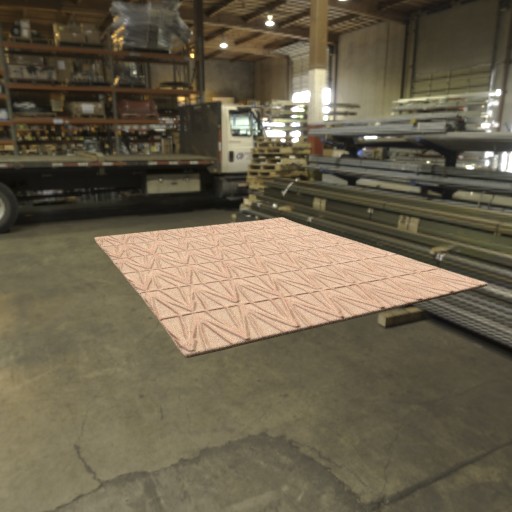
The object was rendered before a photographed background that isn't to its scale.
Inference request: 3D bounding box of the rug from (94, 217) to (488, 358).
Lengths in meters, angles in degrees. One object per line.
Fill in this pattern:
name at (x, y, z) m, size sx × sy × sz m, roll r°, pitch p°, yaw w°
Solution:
rug at (0.000, 0.000, 4.146) m, size 2.453 × 0.043 × 3.052 m, roll -8°, pitch 18°, yaw -27°
